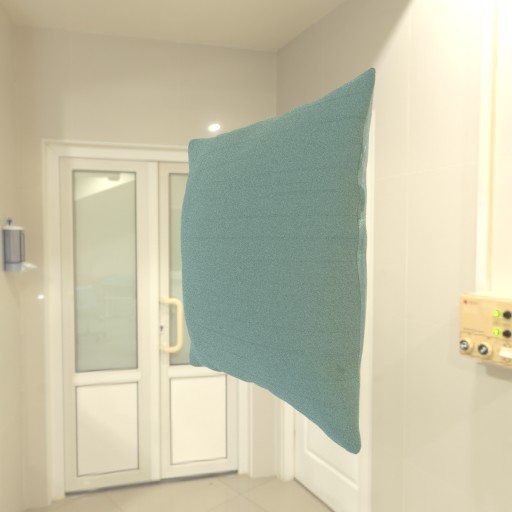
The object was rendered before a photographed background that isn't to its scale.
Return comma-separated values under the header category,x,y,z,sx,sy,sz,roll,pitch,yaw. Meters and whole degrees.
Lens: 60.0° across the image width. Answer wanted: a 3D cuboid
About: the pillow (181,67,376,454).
category,x,y,z,sx,sy,sz,roll,pitch,yaw
pillow,0.000,0.000,0.719,0.175,0.464,0.470,-2,3,-35
